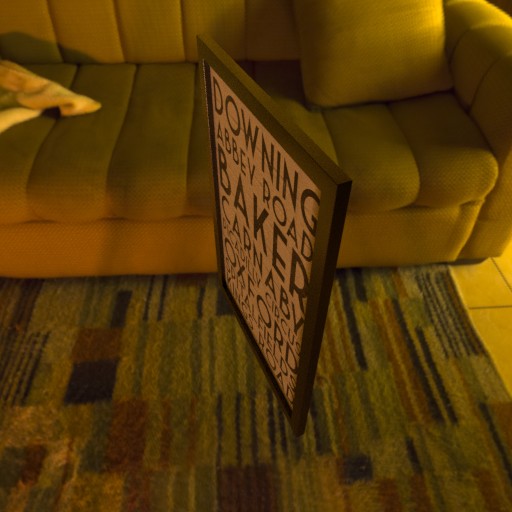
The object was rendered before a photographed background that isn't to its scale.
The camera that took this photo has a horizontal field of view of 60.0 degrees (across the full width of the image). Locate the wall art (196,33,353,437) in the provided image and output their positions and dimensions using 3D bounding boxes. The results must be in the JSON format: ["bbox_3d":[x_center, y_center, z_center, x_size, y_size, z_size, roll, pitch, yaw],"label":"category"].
[{"bbox_3d":[0.000,0.000,0.558,0.013,0.432,0.304,-18,48,-16],"label":"wall art"}]
